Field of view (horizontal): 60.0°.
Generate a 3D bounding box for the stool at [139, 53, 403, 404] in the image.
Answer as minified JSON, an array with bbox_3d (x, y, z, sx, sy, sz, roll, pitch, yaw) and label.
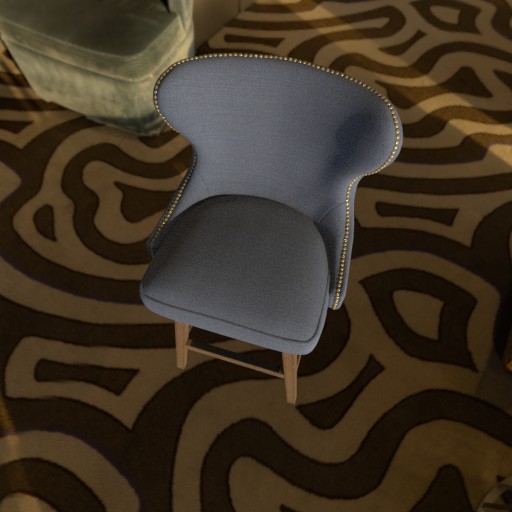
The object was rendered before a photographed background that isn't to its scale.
[{"bbox_3d":[0.000,0.000,1.347,0.615,0.972,0.597,15,59,9],"label":"stool"}]
